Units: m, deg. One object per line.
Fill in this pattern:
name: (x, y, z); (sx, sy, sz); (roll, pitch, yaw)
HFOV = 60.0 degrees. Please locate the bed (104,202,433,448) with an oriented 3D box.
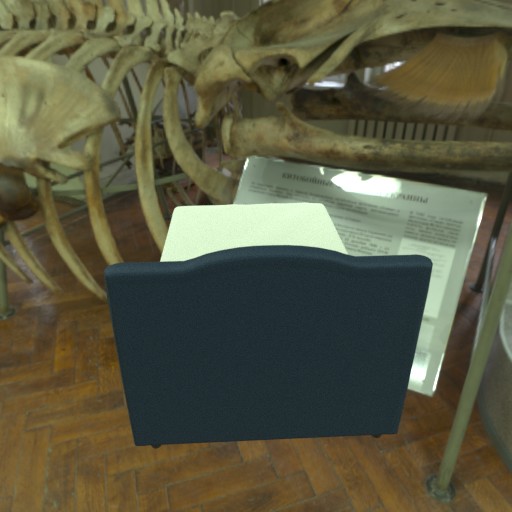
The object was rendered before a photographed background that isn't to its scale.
bed: (0.000, 0.000, 3.618); (1.741, 1.441, 2.507); (-2, 29, -3)
